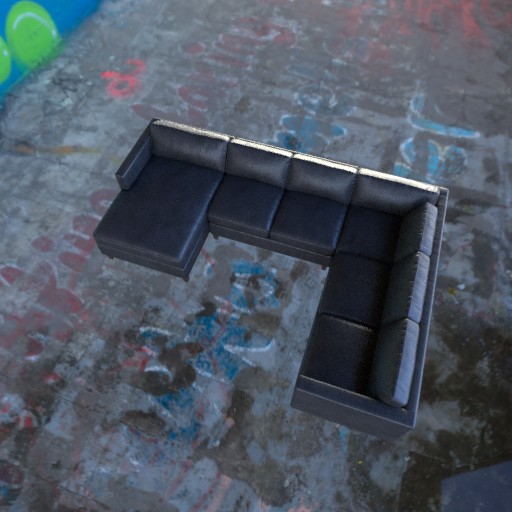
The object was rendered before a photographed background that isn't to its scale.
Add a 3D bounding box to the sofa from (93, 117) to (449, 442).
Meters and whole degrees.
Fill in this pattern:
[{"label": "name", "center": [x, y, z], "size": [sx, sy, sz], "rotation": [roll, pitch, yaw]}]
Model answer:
[{"label": "sofa", "center": [0.000, 0.000, 4.423], "size": [3.324, 0.891, 2.452], "rotation": [16, 60, 10]}]
